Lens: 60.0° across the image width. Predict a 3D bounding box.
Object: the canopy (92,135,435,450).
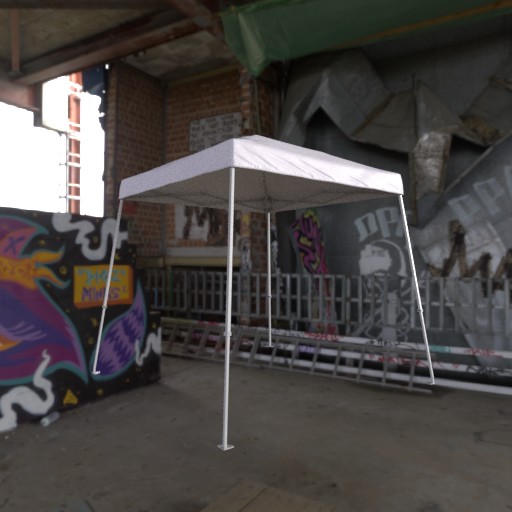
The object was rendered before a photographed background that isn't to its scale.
[{"bbox_3d":[0.000,0.000,5.201,2.850,2.850,2.849,1,-1,-38],"label":"canopy"}]
